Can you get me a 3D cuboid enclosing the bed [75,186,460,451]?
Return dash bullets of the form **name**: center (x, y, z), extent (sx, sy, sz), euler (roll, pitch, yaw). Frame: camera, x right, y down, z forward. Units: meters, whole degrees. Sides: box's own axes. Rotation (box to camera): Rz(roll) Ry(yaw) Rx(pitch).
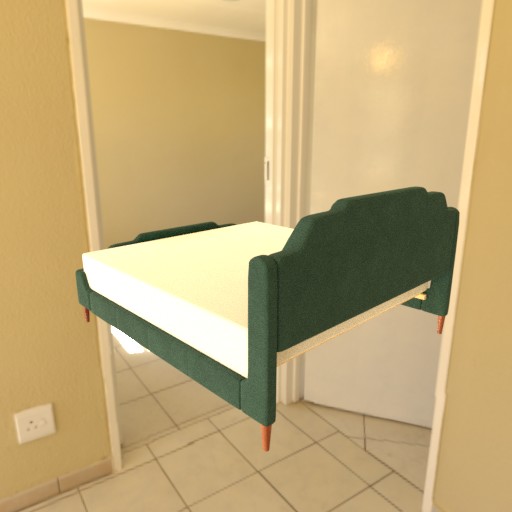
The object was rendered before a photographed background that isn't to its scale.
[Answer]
- **bed**: center (0.000, 0.000, 3.588), extent (2.074, 1.245, 2.340), euler (-14, 21, -42)
